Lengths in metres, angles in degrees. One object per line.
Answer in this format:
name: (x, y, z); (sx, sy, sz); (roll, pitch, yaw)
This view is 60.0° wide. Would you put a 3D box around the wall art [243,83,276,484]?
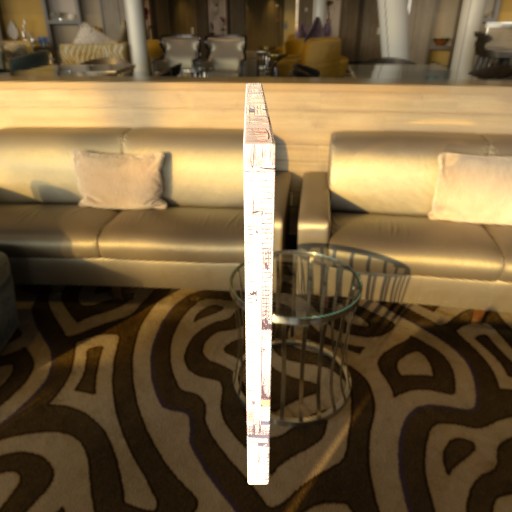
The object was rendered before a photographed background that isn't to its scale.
wall art: (0.000, 0.000, 0.920); (0.038, 0.608, 0.607); (0, 27, -1)
